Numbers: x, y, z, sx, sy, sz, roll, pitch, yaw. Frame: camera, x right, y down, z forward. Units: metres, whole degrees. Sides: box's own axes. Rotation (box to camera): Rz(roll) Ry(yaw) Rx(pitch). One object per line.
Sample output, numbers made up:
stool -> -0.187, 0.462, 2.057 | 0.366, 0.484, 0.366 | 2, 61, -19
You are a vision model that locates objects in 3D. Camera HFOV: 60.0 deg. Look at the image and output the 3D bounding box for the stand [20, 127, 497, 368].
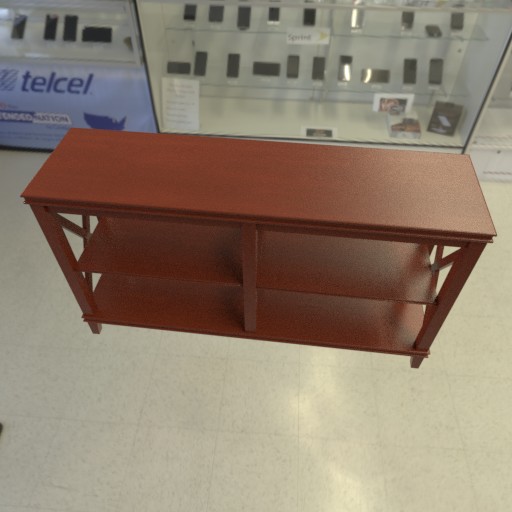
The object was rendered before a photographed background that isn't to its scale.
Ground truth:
stand -> 0.000, 0.000, 1.670 | 1.372, 0.762, 0.381 | 5, 48, 5
